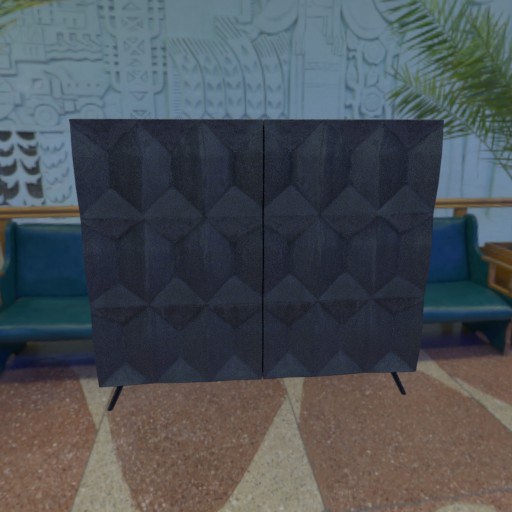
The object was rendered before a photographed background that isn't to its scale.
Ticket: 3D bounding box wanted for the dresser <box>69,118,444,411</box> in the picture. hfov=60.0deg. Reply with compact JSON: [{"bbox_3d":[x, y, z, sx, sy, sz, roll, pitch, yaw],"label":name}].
[{"bbox_3d":[0.000,0.000,1.448,0.967,0.847,0.446,-1,16,-5],"label":"dresser"}]
